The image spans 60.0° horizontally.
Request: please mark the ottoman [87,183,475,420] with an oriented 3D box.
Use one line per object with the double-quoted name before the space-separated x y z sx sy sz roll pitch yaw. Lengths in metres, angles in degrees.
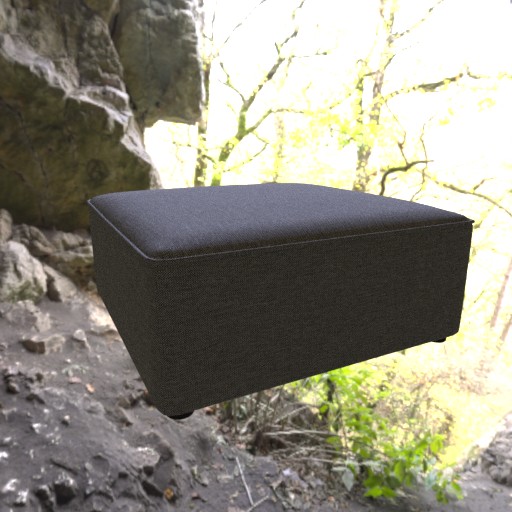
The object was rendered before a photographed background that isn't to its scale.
"ottoman" 0.000 0.000 1.581 1.005 0.455 1.005 -8 17 -26
